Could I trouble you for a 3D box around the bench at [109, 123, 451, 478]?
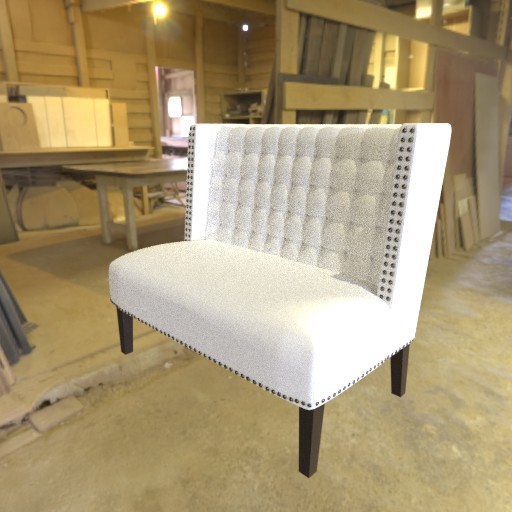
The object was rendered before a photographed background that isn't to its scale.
[{"bbox_3d":[0.000,0.000,1.964,1.280,1.123,0.847,16,23,42],"label":"bench"}]
